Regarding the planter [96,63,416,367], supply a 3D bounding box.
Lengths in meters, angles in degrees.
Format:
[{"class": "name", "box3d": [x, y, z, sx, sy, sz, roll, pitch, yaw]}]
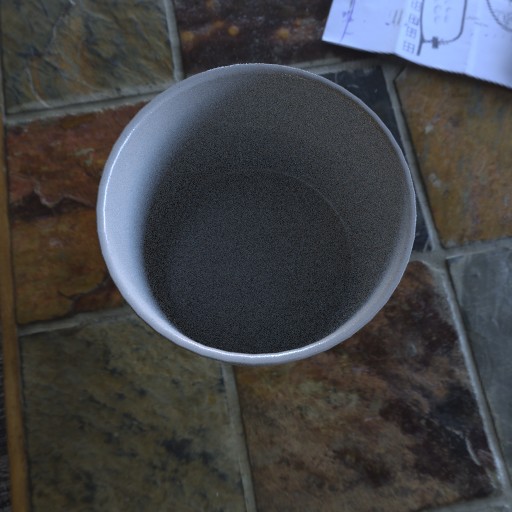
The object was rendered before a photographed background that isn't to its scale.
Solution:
[{"class": "planter", "box3d": [0.000, 0.000, 0.509, 0.249, 0.343, 0.249, 0, 75, 0]}]
